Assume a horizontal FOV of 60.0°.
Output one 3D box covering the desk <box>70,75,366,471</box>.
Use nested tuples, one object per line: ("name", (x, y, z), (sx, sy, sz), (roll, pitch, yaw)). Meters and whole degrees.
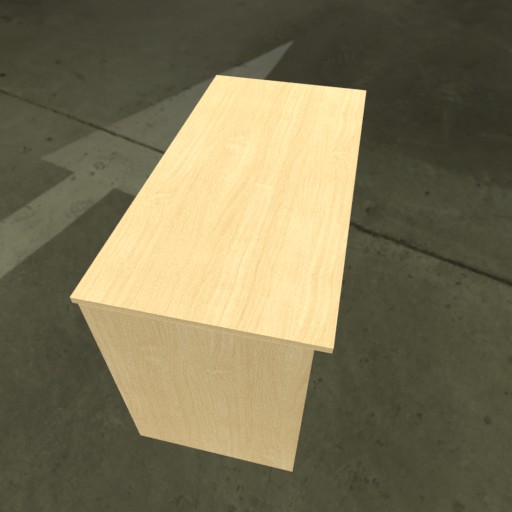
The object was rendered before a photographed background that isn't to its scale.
("desk", (0.000, 0.000, 1.533), (0.560, 0.735, 1.097), (9, 47, 9))
